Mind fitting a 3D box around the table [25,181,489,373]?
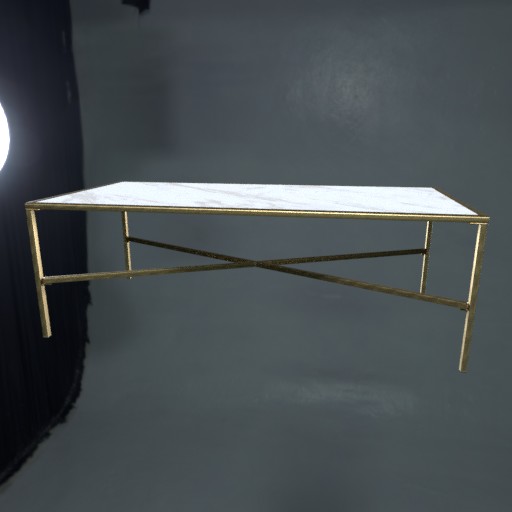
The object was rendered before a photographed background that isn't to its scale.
[{"bbox_3d":[0.000,0.000,1.450,1.197,0.405,0.577,3,16,9],"label":"table"}]
